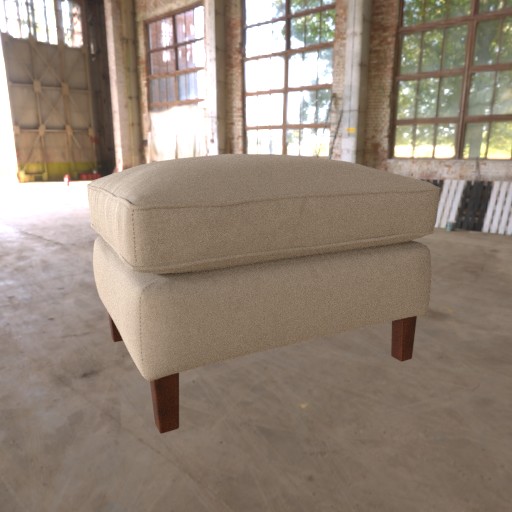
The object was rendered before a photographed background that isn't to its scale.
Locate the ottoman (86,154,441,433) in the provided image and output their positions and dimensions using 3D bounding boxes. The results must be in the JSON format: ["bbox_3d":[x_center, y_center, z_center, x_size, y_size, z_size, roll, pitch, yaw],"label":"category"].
[{"bbox_3d":[0.000,0.000,1.015,0.665,0.456,0.501,-7,16,-27],"label":"ottoman"}]
